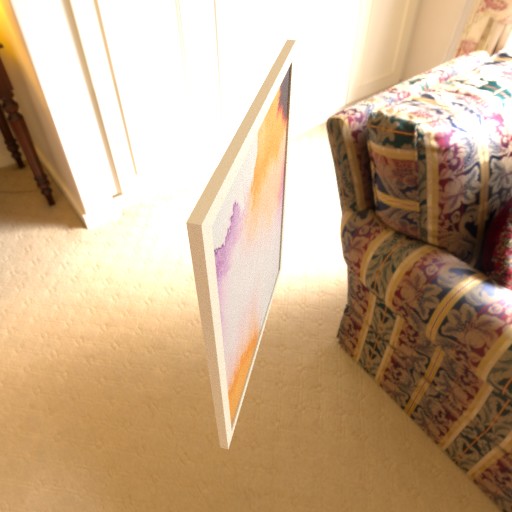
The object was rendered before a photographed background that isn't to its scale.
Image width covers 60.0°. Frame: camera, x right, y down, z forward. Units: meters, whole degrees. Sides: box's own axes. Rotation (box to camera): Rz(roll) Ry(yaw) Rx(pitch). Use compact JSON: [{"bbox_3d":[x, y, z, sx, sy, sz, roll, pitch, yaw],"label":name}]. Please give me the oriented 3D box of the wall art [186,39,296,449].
[{"bbox_3d":[0.000,0.000,0.633,0.013,0.456,0.382,11,47,10],"label":"wall art"}]
